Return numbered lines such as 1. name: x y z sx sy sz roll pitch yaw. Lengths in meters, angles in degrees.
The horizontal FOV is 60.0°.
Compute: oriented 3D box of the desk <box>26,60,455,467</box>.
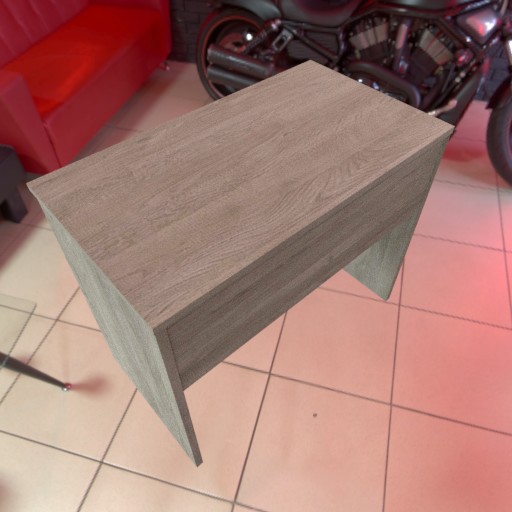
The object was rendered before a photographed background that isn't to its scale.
1. desk: 0.000 0.000 1.306 0.893 0.724 0.498 -34 56 -26
